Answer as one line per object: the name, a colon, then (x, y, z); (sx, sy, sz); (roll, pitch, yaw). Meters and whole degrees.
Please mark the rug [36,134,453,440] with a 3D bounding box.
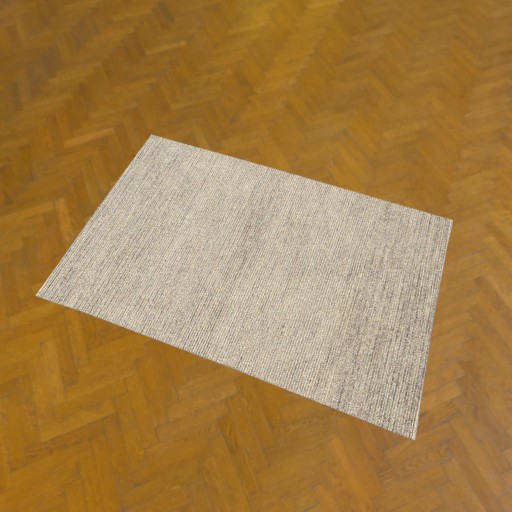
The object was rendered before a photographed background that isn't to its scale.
rug: (0.000, 0.000, 2.220); (1.804, 0.022, 1.162); (18, 60, 11)
